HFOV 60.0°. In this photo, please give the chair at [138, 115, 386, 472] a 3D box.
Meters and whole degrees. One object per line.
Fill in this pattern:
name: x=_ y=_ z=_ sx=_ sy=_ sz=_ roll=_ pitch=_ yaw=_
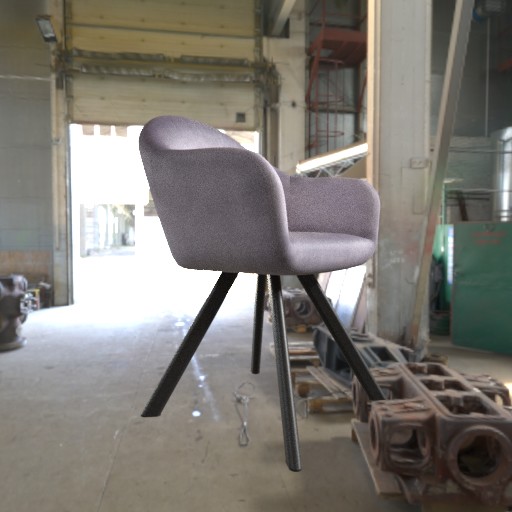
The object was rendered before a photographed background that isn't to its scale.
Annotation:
chair: x=0.000 y=0.000 z=1.159 sx=0.540 sy=0.780 sz=0.570 roll=2 pitch=3 yaw=36
